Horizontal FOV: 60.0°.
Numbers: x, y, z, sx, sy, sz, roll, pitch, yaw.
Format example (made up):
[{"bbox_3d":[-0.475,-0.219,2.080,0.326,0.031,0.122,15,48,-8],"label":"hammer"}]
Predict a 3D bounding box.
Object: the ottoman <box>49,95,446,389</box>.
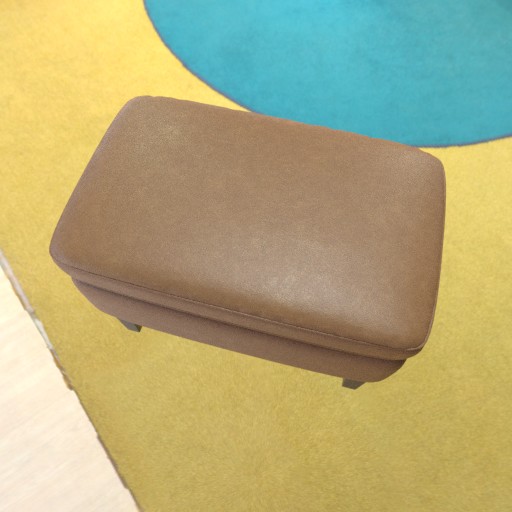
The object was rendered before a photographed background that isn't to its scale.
[{"bbox_3d":[0.000,0.000,0.981,0.670,0.480,0.420,13,64,7],"label":"ottoman"}]
